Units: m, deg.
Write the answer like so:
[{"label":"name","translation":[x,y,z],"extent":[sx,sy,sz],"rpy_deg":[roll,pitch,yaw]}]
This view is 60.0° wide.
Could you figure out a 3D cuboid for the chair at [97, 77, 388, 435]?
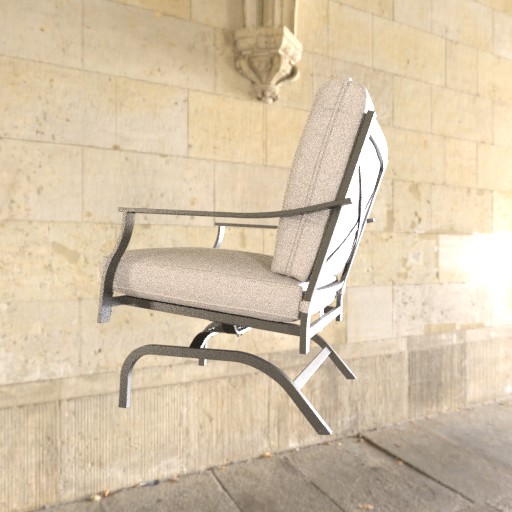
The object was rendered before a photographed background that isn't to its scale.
[{"label":"chair","translation":[0.000,0.000,1.397],"extent":[0.787,0.860,0.650],"rpy_deg":[0,0,19]}]
